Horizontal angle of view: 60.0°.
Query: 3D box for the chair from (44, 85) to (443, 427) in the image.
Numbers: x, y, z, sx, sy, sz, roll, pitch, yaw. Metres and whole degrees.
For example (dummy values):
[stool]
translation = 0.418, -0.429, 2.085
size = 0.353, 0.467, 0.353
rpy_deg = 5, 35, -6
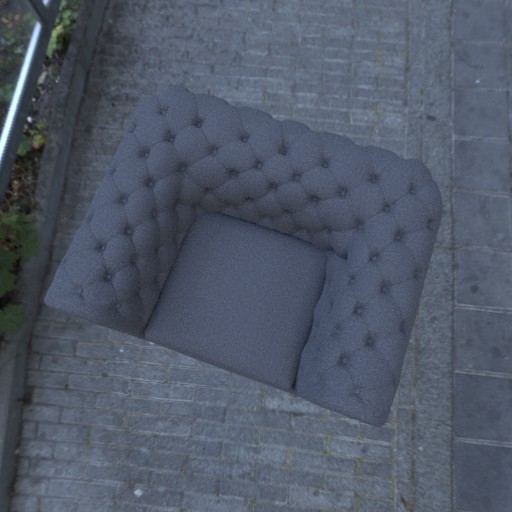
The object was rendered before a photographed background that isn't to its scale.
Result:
[chair]
translation = 0.000, 0.000, 1.895
size = 1.270, 0.770, 0.976
rpy_deg = 19, 76, 5
